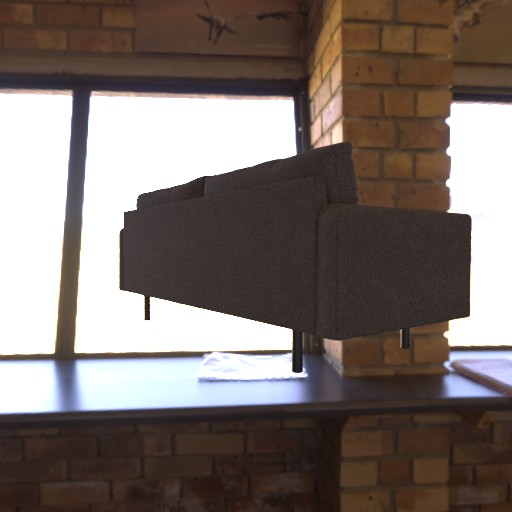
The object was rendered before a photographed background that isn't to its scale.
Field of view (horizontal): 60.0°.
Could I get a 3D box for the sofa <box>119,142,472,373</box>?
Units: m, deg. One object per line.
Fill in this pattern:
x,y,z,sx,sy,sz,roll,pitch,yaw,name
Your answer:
0.000,0.000,2.539,0.880,0.880,2.100,-1,1,-36,sofa
